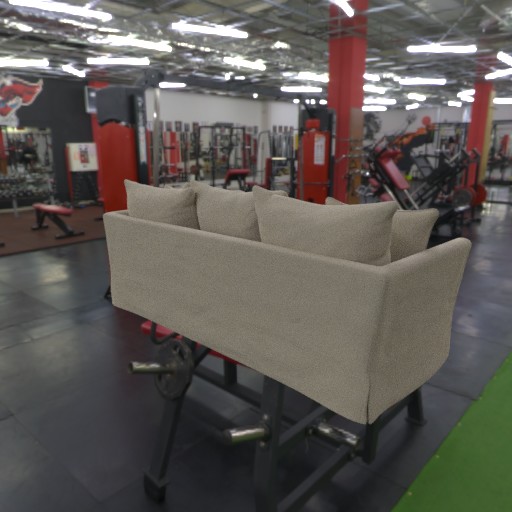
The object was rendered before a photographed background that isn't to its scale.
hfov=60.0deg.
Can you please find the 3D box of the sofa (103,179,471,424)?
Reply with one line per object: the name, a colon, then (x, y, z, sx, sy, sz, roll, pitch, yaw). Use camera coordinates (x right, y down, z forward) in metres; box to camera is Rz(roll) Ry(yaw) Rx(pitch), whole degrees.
sofa: (0.000, 0.000, 3.090, 2.499, 1.047, 1.046, 13, 19, 43)
